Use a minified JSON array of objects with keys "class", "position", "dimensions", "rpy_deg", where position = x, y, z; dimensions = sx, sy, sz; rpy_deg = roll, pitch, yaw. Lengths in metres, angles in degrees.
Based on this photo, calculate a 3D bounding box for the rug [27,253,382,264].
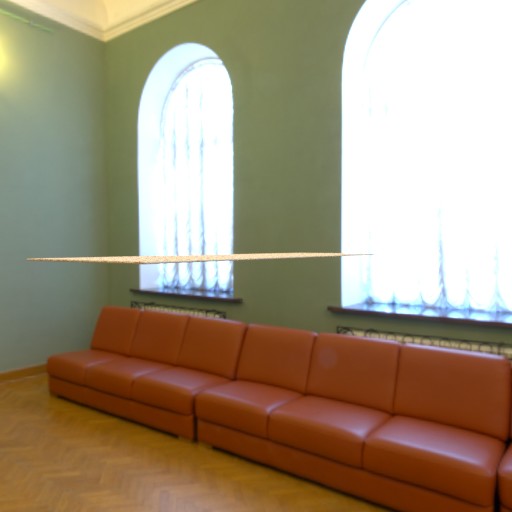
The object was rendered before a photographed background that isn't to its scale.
[{"class":"rug","position":[0.000,0.000,2.717],"dimensions":[0.750,0.009,2.435],"rpy_deg":[1,1,34]}]
